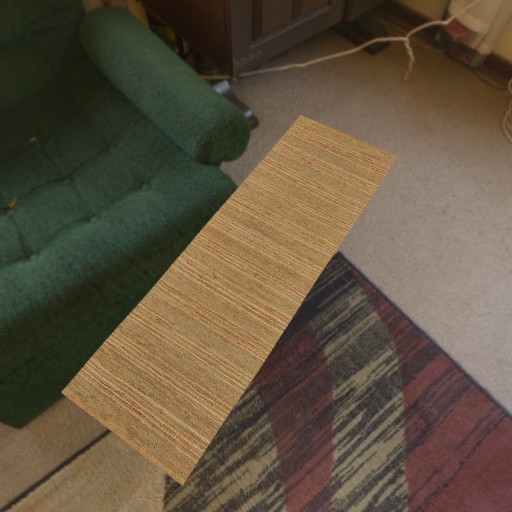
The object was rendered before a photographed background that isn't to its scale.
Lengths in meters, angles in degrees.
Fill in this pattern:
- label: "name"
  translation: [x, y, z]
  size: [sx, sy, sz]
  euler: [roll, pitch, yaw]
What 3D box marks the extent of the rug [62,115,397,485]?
- label: "rug"
  translation: [0.000, 0.000, 2.676]
  size: [0.783, 0.006, 2.438]
  euler: [29, 63, 16]
